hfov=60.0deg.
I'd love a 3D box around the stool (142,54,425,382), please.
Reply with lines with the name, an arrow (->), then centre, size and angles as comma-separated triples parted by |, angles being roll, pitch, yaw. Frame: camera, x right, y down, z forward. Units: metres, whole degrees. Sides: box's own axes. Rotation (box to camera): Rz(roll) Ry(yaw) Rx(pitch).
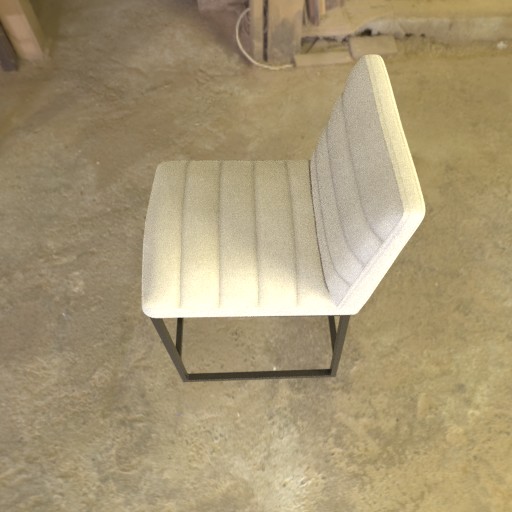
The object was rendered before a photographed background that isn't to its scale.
stool -> 0.000, 0.000, 1.253 | 0.567, 0.971, 0.459 | -2, 59, -1
